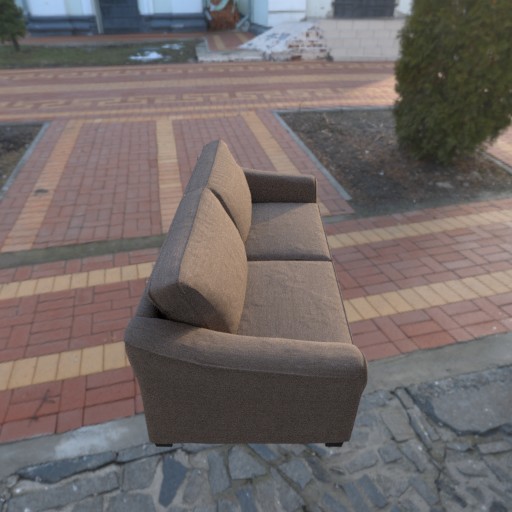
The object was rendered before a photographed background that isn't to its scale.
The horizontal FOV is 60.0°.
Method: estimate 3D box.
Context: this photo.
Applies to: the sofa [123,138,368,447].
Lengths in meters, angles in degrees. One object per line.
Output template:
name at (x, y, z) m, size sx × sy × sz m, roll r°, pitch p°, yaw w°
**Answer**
sofa at (0.000, 0.000, 2.754) m, size 0.980 × 0.965 × 2.270 m, roll 1°, pitch 31°, yaw 1°
